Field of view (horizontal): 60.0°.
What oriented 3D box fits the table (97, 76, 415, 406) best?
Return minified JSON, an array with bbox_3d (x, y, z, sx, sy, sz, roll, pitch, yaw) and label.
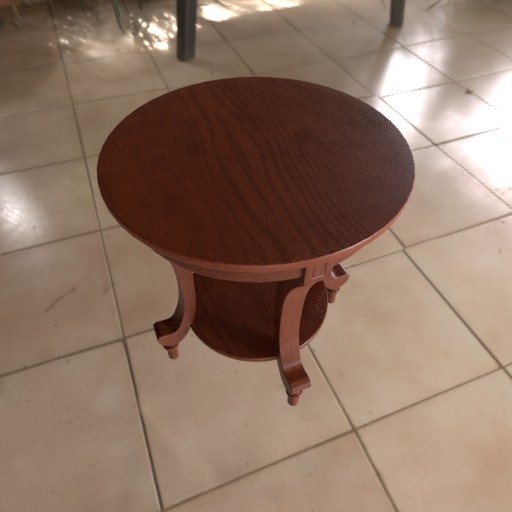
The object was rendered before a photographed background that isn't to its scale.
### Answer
[{"bbox_3d":[0.000,0.000,1.077,0.597,0.612,0.597,0,48,0],"label":"table"}]
